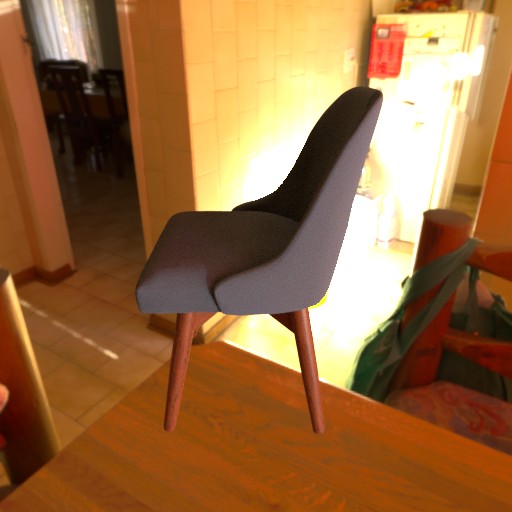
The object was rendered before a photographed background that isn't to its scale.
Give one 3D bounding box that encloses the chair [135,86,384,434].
[{"bbox_3d":[0.000,0.000,1.249,0.589,0.882,0.503,1,27,1],"label":"chair"}]
